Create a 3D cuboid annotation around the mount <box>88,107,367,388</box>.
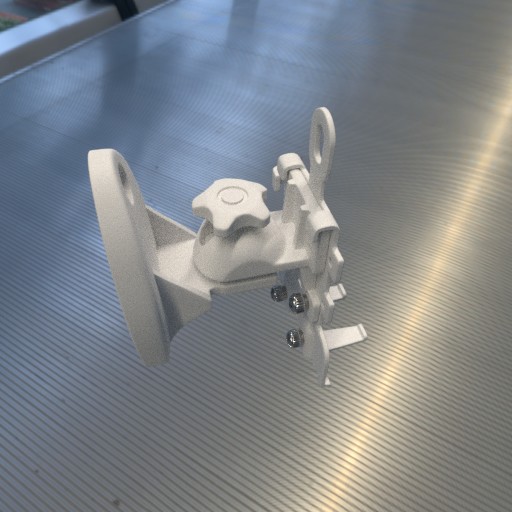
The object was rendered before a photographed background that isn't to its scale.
[{"bbox_3d":[0.000,0.000,0.175,0.100,0.118,0.066,-10,47,-10],"label":"mount"}]
